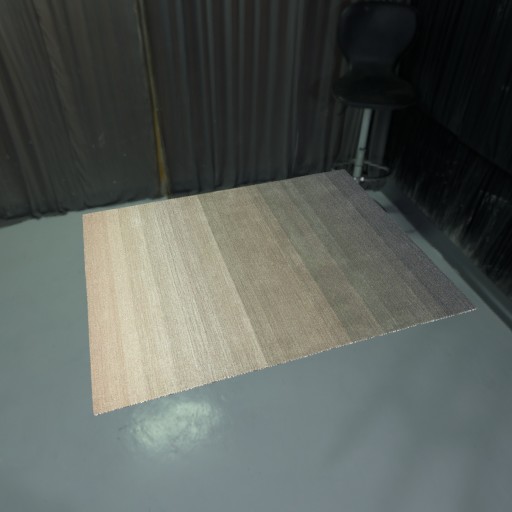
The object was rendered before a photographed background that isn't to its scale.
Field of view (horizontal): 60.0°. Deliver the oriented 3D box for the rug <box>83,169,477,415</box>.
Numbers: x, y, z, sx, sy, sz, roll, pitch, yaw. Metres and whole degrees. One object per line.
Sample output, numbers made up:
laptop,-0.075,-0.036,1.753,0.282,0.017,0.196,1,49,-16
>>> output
rug,0.000,0.000,3.988,2.932,0.015,2.315,-12,42,-14
